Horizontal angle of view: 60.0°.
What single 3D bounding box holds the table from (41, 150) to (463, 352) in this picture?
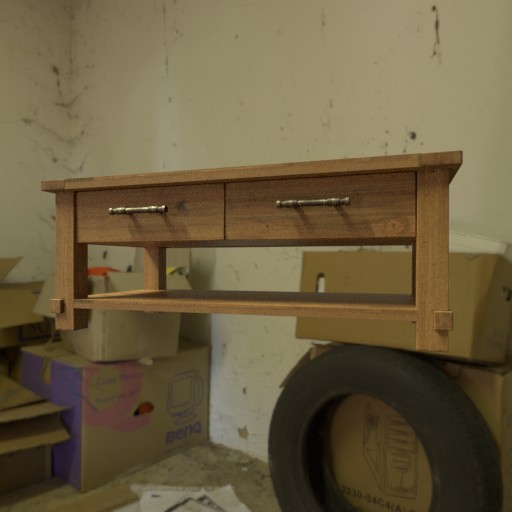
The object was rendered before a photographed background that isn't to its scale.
[{"bbox_3d":[0.000,0.000,1.582,1.270,0.494,0.693,0,-1,18],"label":"table"}]
